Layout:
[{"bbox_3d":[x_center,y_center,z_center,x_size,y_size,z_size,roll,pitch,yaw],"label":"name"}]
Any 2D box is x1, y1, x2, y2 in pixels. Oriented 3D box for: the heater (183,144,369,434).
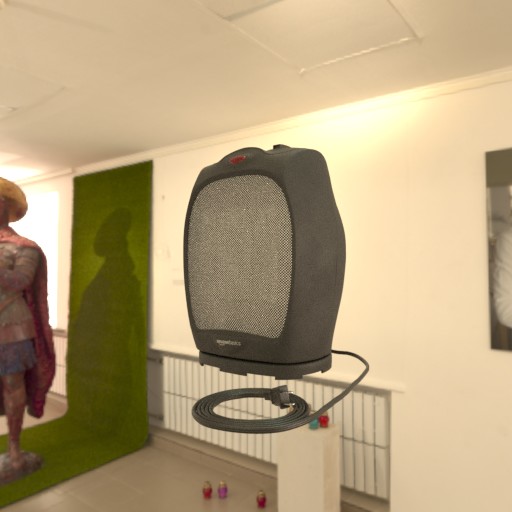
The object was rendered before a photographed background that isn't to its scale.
[{"bbox_3d":[0.000,0.000,0.474,0.239,0.255,0.291,-1,-1,37],"label":"heater"}]
